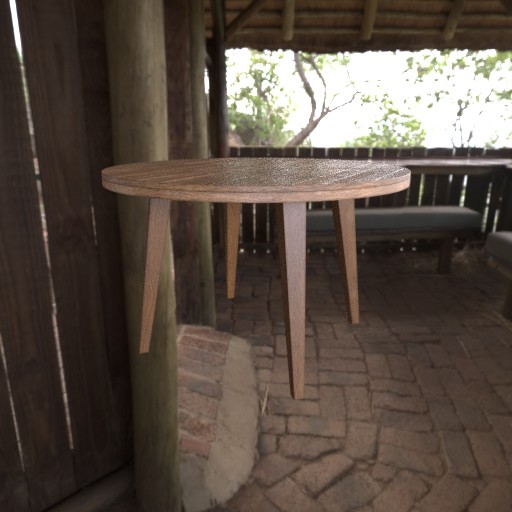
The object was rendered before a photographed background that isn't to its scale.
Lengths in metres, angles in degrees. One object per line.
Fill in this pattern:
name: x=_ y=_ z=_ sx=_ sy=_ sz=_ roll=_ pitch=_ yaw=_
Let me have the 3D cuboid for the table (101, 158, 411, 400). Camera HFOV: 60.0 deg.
table: x=0.000 y=0.000 z=1.938 sx=1.213 sy=0.764 sz=1.213 roll=0 pitch=16 yaw=0
